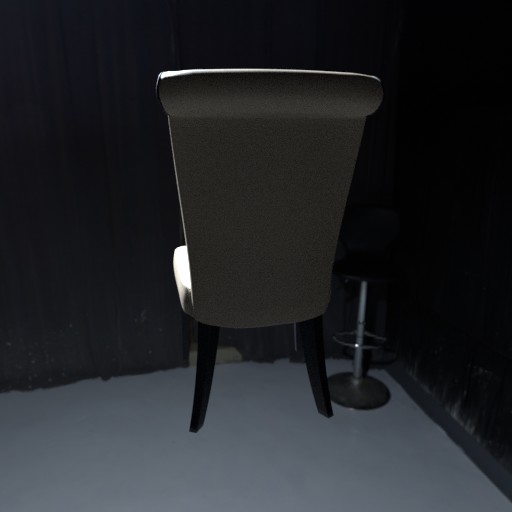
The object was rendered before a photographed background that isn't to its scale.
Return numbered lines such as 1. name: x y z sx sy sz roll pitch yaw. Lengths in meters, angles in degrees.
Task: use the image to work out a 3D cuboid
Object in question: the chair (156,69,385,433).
1. chair: 0.000 0.000 1.359 0.522 0.997 0.623 -3 16 -9
